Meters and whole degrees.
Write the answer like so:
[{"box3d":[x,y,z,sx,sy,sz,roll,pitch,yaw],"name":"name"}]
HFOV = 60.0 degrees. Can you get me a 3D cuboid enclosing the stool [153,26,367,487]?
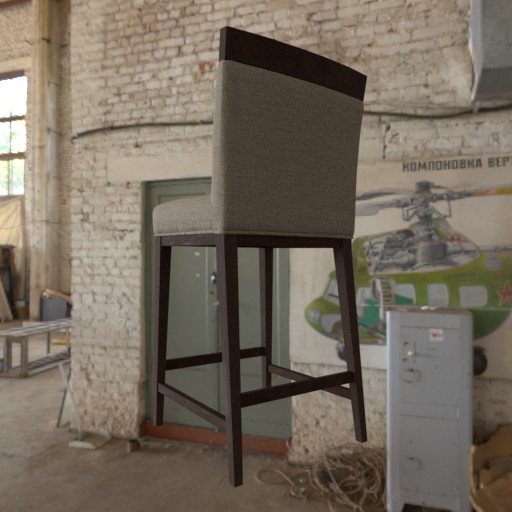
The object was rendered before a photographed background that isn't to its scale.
[{"box3d":[0.000,0.000,1.402,0.511,1.117,0.531,0,-1,-35],"name":"stool"}]
